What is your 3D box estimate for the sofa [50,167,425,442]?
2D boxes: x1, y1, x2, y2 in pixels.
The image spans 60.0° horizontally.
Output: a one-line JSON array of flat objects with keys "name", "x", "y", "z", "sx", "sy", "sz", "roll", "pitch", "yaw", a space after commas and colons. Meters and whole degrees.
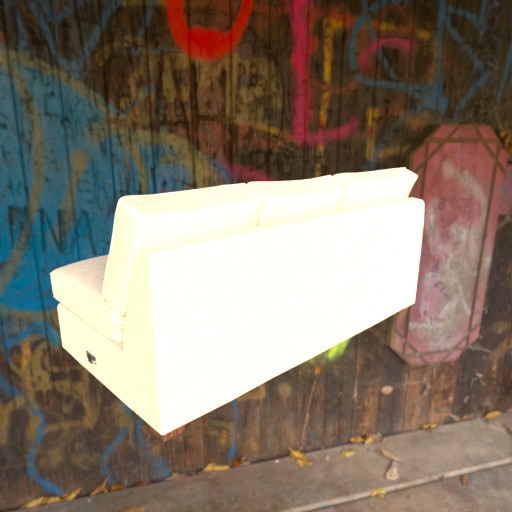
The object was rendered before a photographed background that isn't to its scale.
[{"name": "sofa", "x": 0.000, "y": 0.000, "z": 2.527, "sx": 1.962, "sy": 0.946, "sz": 1.034, "roll": -15, "pitch": 21, "yaw": -41}]
